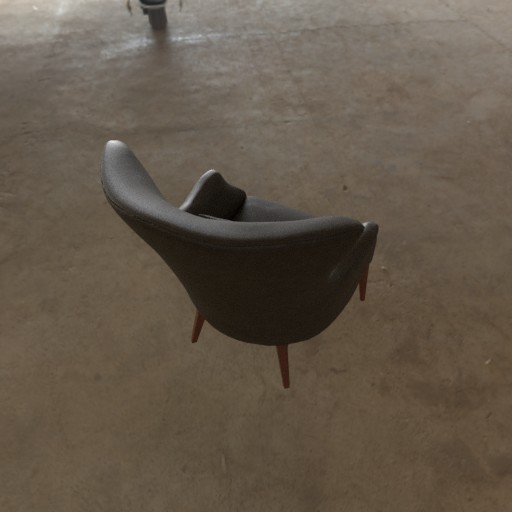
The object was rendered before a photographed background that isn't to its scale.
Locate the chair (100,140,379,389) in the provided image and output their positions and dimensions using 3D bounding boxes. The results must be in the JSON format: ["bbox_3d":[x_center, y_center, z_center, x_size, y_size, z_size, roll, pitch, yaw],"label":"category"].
[{"bbox_3d":[0.000,0.000,1.691,0.819,1.068,0.954,21,50,19],"label":"chair"}]
